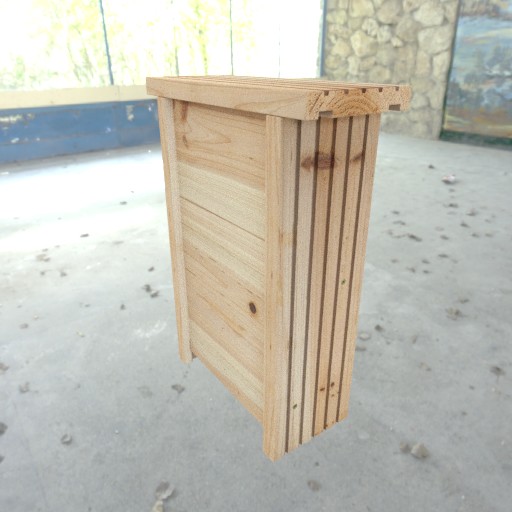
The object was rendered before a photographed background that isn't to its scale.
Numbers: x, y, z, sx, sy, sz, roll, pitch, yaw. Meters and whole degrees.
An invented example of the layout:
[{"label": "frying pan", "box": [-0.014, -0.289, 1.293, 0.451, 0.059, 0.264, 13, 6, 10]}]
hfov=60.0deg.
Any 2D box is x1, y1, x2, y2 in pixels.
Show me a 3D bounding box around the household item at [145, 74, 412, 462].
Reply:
[{"label": "household item", "box": [0.000, 0.000, 0.552, 0.123, 0.407, 0.301, -16, 29, -32]}]
